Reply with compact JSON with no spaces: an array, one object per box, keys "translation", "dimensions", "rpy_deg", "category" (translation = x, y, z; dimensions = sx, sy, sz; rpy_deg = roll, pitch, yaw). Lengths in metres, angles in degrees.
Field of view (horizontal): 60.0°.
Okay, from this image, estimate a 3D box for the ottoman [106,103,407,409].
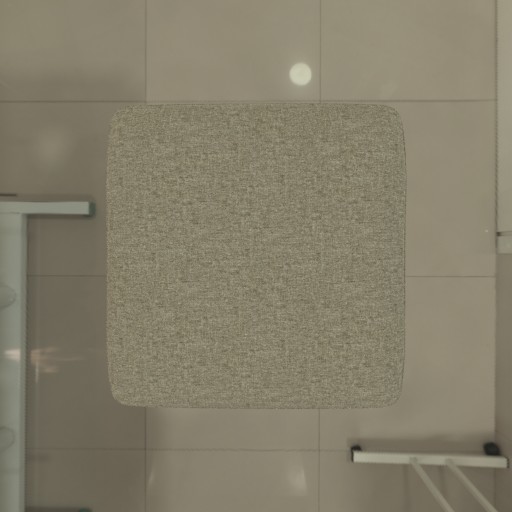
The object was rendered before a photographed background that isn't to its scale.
[{"translation":[0.000,0.000,1.666],"dimensions":[1.035,0.526,1.039],"rpy_deg":[0,90,1],"category":"ottoman"}]
